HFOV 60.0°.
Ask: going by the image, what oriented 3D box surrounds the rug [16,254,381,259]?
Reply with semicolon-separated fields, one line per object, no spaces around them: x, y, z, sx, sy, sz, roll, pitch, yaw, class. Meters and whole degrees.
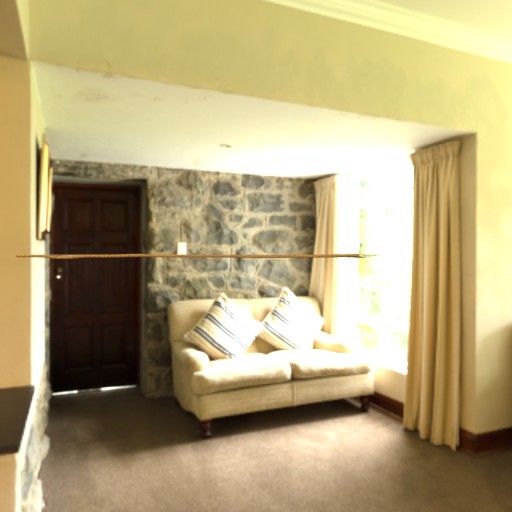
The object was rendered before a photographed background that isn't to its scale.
0.000;0.000;2.944;1.531;0.023;2.444;0;0;17;rug
